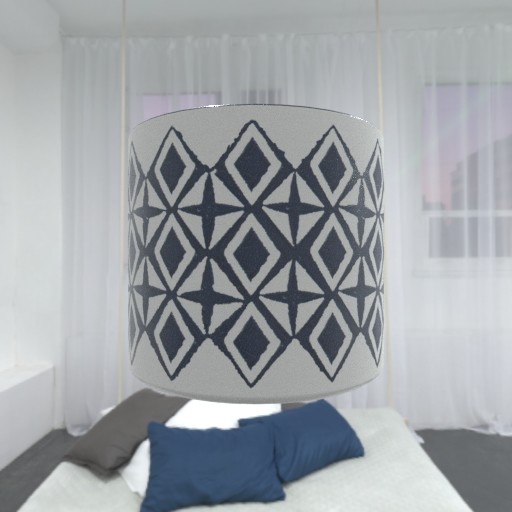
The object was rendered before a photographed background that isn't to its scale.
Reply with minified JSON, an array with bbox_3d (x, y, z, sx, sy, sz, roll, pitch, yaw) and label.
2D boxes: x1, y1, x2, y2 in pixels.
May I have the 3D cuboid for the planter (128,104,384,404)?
[{"bbox_3d":[0.000,0.000,0.327,0.182,0.165,0.182,0,0,0],"label":"planter"}]
